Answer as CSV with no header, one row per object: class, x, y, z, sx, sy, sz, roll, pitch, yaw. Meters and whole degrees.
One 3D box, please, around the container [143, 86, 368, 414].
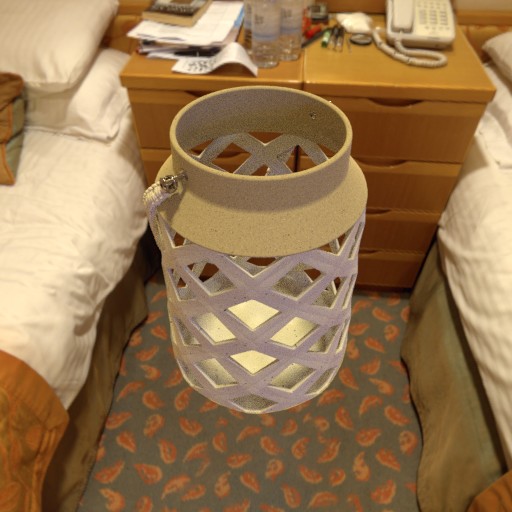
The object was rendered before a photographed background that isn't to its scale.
container,0.000,0.000,0.402,0.188,0.264,0.198,-32,54,-28
